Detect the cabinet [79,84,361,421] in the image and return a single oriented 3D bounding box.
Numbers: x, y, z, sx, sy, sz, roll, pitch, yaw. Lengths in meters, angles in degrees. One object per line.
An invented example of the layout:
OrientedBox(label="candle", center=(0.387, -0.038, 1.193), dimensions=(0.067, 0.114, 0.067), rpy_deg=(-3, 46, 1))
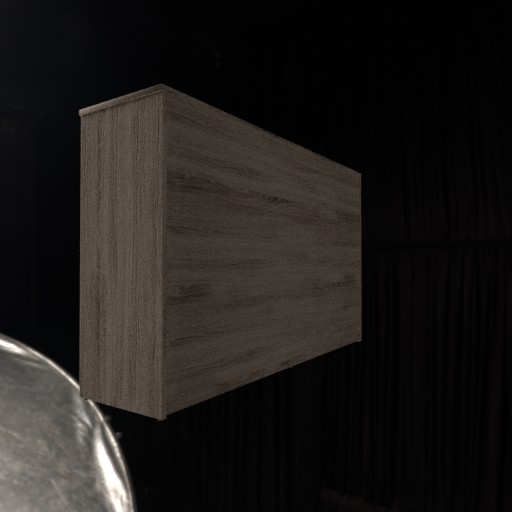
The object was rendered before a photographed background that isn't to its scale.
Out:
OrientedBox(label="cabinet", center=(0.000, 0.000, 1.883), dimensions=(0.380, 0.900, 1.450), rpy_deg=(-1, -1, 34))
